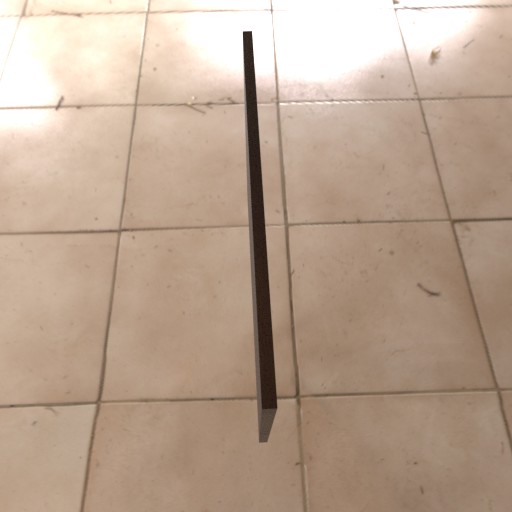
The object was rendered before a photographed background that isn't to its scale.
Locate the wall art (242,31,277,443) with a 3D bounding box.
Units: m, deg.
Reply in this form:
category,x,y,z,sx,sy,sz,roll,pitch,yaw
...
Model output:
category,x,y,z,sx,sy,sz,roll,pitch,yaw
wall art,0.000,0.000,1.635,0.034,0.952,1.207,-2,63,-1
